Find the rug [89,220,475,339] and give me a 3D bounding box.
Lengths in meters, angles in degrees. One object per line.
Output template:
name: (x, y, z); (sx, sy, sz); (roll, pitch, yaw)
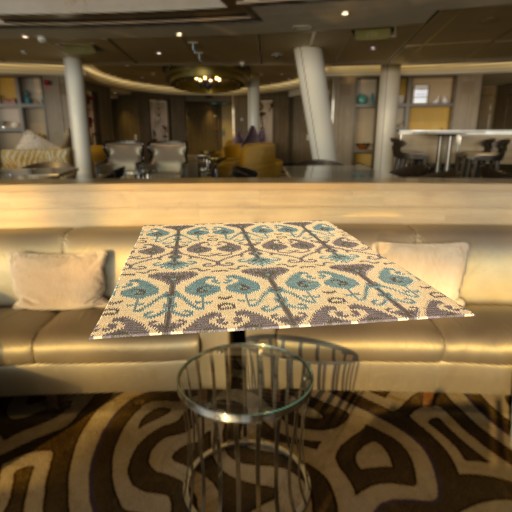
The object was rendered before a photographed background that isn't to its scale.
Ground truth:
rug: (0.000, 0.000, 2.952); (1.676, 0.013, 2.261); (-2, 16, -8)
